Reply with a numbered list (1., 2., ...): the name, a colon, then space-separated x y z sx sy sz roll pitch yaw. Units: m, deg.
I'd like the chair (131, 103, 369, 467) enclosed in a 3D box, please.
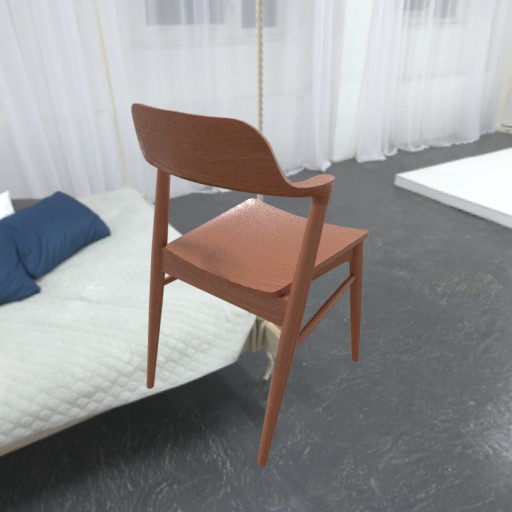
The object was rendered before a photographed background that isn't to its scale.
1. chair: 0.000 0.000 1.163 0.496 0.801 0.499 20 34 33
